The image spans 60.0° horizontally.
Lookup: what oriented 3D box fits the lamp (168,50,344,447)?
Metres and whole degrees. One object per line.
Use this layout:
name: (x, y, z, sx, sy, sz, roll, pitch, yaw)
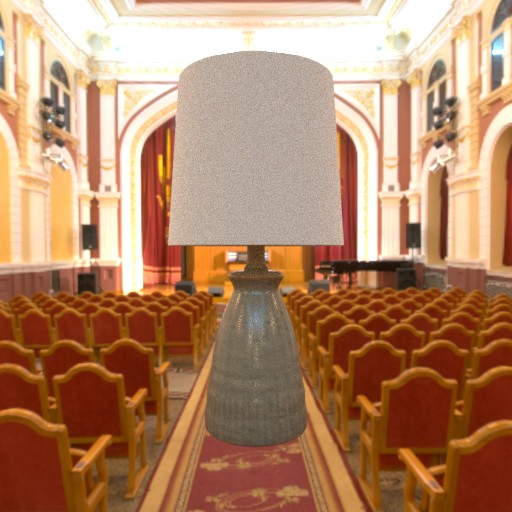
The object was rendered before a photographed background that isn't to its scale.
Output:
lamp: (0.000, 0.000, 0.479, 0.186, 0.369, 0.186, 0, 1, 0)
